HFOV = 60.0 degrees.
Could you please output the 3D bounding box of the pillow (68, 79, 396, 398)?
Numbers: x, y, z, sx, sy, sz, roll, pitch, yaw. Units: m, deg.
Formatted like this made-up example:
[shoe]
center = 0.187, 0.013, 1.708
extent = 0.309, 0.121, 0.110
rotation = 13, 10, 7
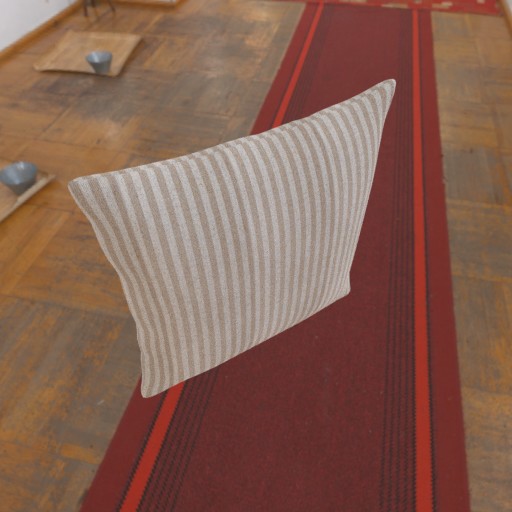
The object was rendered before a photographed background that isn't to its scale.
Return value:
[pillow]
center = 0.000, 0.000, 0.783
extent = 0.523, 0.510, 0.166
rotation = -24, 51, -22
